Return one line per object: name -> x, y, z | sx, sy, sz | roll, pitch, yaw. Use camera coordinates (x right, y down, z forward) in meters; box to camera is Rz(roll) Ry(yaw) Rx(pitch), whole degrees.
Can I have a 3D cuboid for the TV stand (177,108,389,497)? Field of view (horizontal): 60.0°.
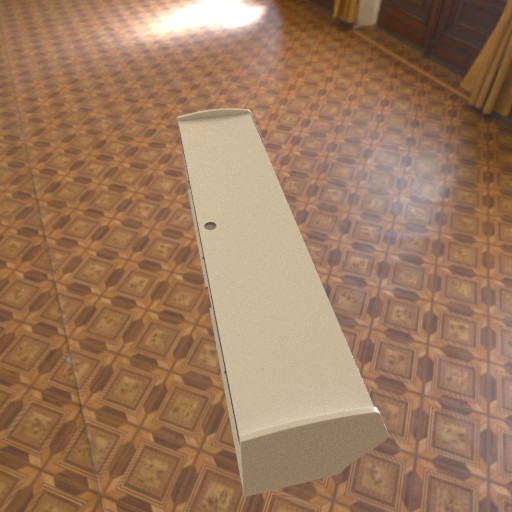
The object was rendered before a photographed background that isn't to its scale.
TV stand -> 0.000, 0.000, 1.654 | 0.397, 0.424, 1.473 | -9, 47, -9
